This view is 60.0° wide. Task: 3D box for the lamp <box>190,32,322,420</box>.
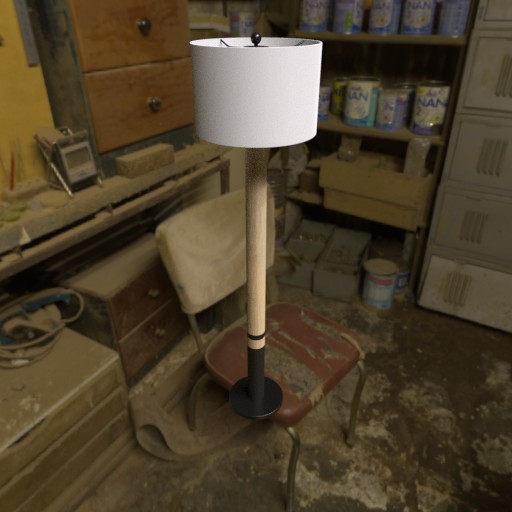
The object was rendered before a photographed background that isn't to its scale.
[{"bbox_3d":[0.000,0.000,1.639,0.381,1.478,0.381,18,34,28],"label":"lamp"}]
